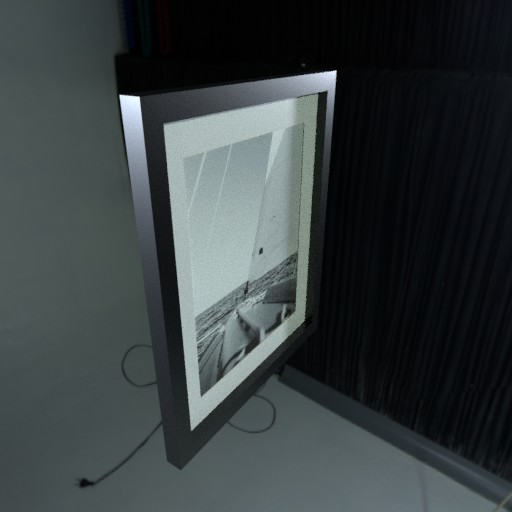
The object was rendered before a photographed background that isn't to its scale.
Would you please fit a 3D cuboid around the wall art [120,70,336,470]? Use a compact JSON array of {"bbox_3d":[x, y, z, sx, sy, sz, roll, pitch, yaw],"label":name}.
[{"bbox_3d":[0.000,0.000,0.752,0.031,0.558,0.461,17,31,31],"label":"wall art"}]
